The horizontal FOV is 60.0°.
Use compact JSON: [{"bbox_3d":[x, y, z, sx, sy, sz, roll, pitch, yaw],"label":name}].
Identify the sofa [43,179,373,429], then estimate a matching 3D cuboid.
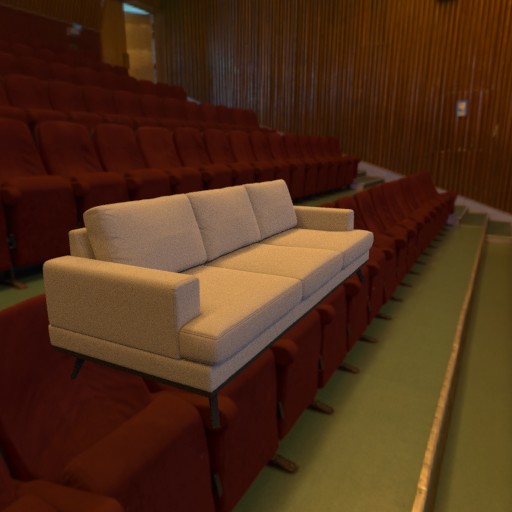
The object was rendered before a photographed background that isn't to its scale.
[{"bbox_3d":[0.000,0.000,2.751,0.920,0.810,2.310,7,15,27],"label":"sofa"}]
